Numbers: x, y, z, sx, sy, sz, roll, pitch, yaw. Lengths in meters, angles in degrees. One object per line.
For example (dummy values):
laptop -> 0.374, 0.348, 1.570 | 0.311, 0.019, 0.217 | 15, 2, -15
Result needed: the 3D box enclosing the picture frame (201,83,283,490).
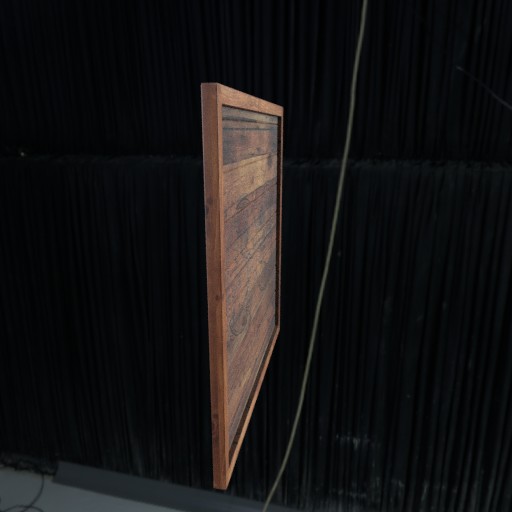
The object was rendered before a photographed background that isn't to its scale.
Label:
picture frame -> 0.000, 0.000, 1.222 | 0.029, 0.817, 0.810 | 3, 16, 11
